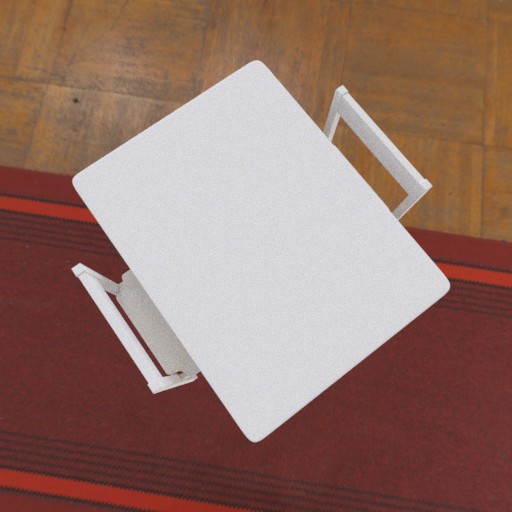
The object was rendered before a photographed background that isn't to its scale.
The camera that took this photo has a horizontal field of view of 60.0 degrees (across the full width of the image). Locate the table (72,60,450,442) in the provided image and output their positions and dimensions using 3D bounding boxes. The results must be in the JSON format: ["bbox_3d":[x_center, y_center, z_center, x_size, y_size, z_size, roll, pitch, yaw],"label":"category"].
[{"bbox_3d":[0.000,0.000,1.110,0.672,0.503,0.650,-36,79,-8],"label":"table"}]
